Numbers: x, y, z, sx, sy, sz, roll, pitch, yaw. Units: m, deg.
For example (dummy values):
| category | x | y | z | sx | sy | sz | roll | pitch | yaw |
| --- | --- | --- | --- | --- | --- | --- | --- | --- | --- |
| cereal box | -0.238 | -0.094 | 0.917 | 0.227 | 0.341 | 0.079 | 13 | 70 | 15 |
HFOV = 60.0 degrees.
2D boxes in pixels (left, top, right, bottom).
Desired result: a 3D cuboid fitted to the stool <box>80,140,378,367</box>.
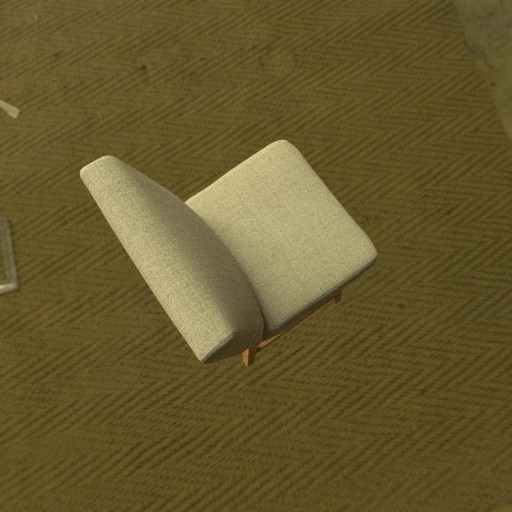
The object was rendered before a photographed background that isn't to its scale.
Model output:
| category | x | y | z | sx | sy | sz | roll | pitch | yaw |
| --- | --- | --- | --- | --- | --- | --- | --- | --- | --- |
| stool | 0.000 | 0.000 | 1.290 | 0.526 | 1.010 | 0.459 | -34 | 77 | -9 |
